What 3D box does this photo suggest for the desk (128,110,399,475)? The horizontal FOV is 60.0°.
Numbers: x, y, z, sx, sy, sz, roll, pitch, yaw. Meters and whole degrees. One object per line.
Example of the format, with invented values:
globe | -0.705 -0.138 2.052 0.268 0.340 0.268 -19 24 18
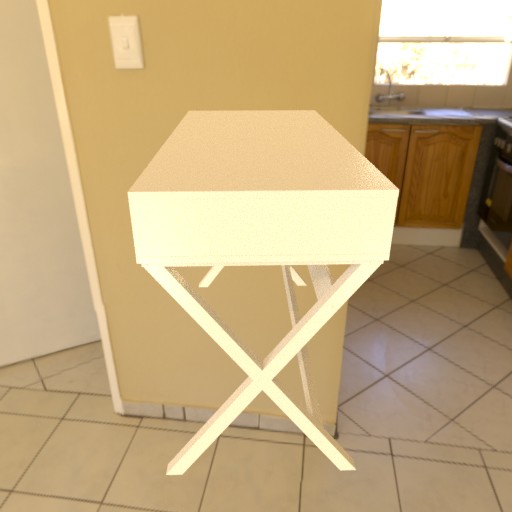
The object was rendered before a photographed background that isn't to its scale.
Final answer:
desk | 0.000 0.000 1.466 0.509 0.780 1.059 -1 26 -1
